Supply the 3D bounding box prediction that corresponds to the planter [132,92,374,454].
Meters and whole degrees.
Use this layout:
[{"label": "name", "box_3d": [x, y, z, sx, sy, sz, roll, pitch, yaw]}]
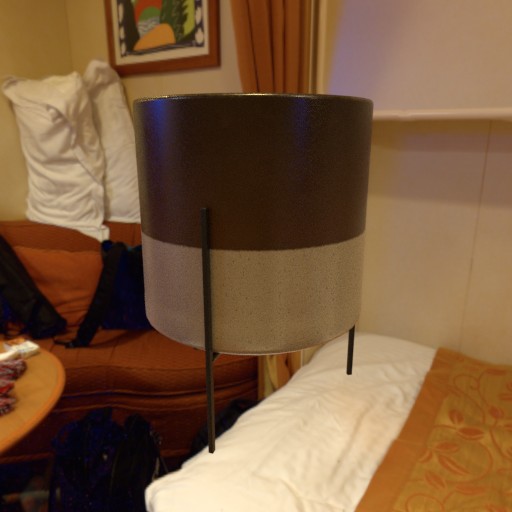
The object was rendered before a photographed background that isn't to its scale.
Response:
[{"label": "planter", "box_3d": [0.000, 0.000, 0.710, 0.354, 0.465, 0.345, -3, 16, -11]}]
